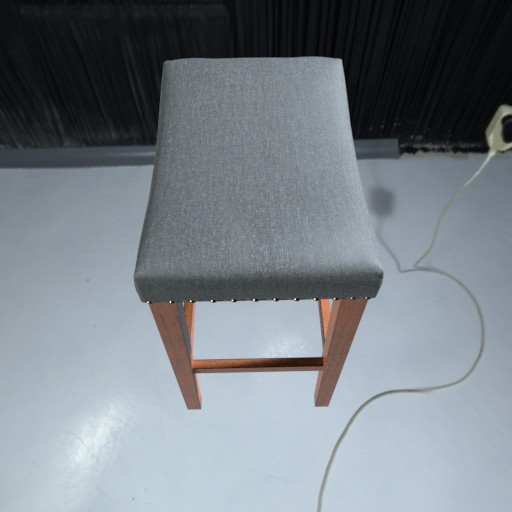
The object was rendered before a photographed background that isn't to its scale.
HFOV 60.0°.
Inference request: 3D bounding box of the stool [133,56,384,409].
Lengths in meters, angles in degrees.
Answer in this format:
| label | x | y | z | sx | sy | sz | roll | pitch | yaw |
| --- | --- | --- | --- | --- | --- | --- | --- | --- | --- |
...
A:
| label | x | y | z | sx | sy | sz | roll | pitch | yaw |
| --- | --- | --- | --- | --- | --- | --- | --- | --- | --- |
| stool | 0.000 | 0.000 | 0.866 | 0.320 | 0.612 | 0.439 | -1 | 58 | -1 |
